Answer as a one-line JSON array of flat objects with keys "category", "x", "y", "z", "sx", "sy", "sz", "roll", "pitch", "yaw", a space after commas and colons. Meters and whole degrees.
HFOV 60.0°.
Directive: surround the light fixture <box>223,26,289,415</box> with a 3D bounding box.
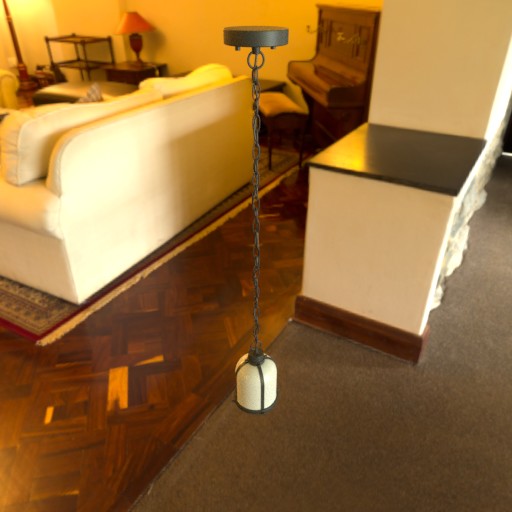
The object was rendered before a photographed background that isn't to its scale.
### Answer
[{"category": "light fixture", "x": 0.000, "y": 0.000, "z": 1.289, "sx": 0.178, "sy": 1.181, "sz": 0.178, "roll": -10, "pitch": 33, "yaw": -16}]
